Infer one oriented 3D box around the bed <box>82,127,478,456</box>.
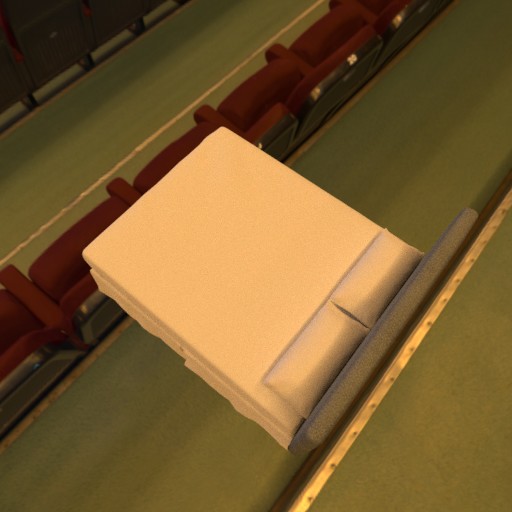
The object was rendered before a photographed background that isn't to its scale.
[{"bbox_3d":[0.000,0.000,3.210,2.142,1.330,1.713,36,69,16],"label":"bed"}]
